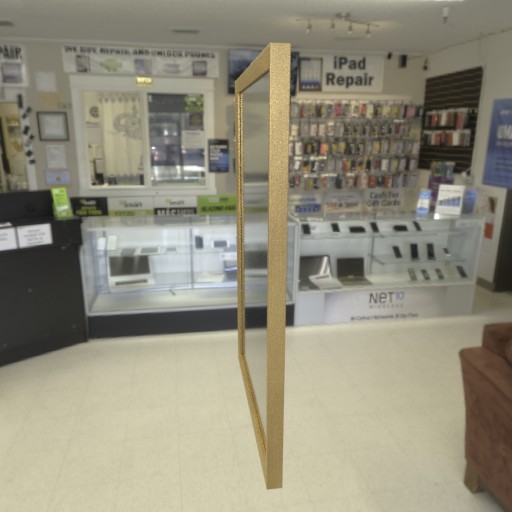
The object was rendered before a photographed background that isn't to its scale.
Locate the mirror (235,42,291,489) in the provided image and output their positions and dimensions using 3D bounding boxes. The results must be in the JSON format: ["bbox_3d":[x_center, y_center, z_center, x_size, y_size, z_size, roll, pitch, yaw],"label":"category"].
[{"bbox_3d":[0.000,0.000,1.160,0.040,0.915,0.609,-2,16,-8],"label":"mirror"}]
